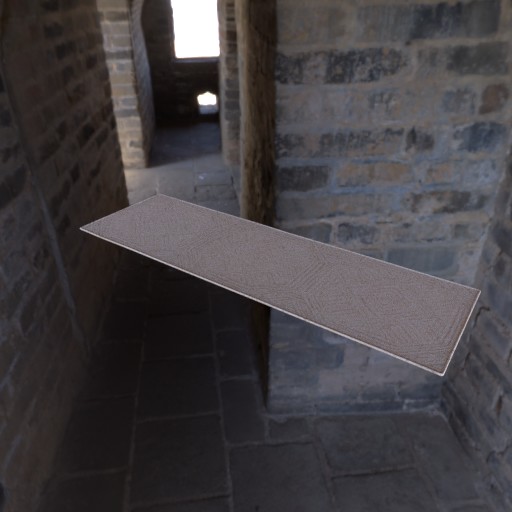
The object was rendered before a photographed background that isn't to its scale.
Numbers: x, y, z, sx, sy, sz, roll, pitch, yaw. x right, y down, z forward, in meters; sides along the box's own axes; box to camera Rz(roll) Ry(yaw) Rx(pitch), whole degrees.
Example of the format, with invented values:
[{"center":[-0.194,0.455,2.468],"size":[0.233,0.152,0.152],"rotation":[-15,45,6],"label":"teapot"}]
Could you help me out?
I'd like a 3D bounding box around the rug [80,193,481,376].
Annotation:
[{"center":[0.000,0.000,2.748],"size":[2.452,0.012,0.775],"rotation":[19,35,30],"label":"rug"}]
